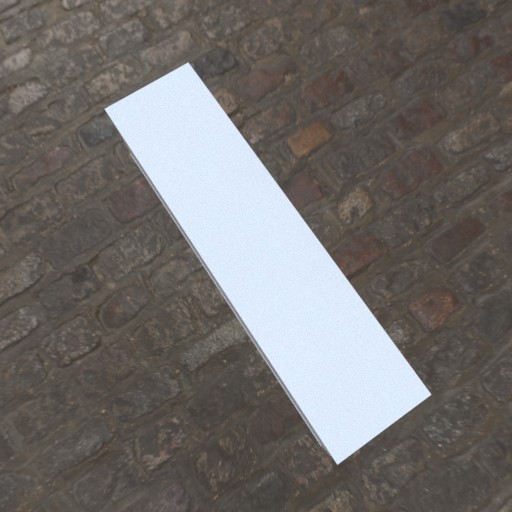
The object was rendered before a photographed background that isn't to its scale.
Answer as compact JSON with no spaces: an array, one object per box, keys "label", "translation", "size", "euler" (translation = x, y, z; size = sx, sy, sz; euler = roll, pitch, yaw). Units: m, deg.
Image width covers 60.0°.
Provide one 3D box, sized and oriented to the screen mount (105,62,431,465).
[{"label":"screen mount","translation":[0.000,0.000,1.915],"size":[0.418,0.520,1.600],"euler":[-33,78,-8]}]
